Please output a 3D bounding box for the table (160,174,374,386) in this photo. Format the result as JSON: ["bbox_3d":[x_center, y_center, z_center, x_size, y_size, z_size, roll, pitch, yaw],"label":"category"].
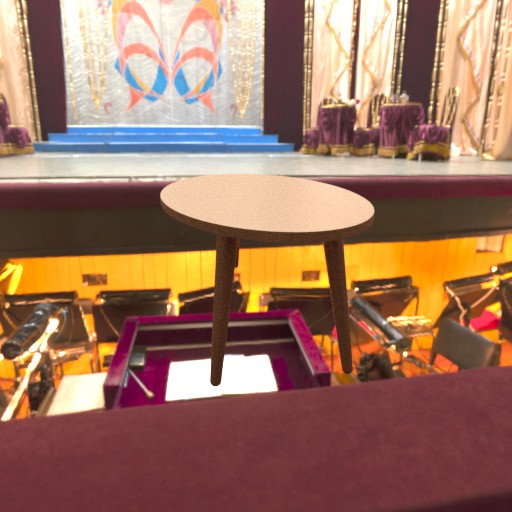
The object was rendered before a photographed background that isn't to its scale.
[{"bbox_3d":[0.000,0.000,1.335,0.542,0.390,1.083,-3,16,-9],"label":"table"}]
